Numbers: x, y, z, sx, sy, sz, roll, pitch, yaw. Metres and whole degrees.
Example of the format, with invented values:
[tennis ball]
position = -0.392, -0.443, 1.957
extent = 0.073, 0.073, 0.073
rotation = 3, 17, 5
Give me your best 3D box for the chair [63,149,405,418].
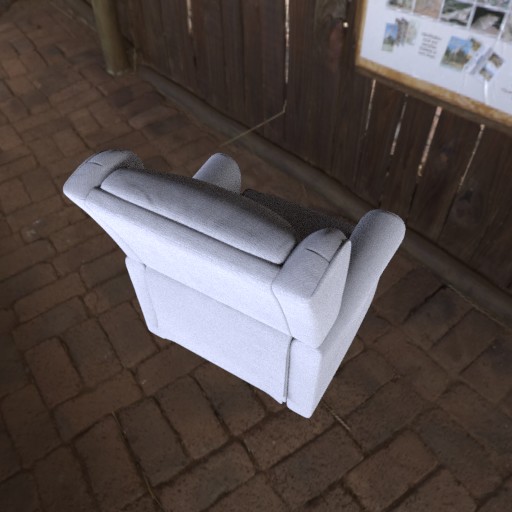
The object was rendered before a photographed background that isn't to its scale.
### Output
[chair]
position = 0.000, 0.000, 1.679
extent = 0.906, 0.966, 0.854
rotation = 23, 50, 21
